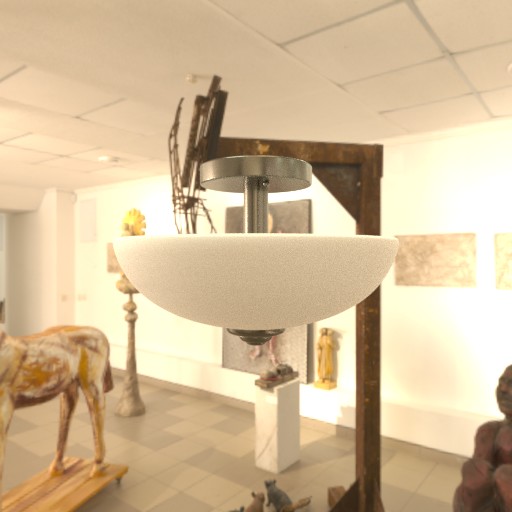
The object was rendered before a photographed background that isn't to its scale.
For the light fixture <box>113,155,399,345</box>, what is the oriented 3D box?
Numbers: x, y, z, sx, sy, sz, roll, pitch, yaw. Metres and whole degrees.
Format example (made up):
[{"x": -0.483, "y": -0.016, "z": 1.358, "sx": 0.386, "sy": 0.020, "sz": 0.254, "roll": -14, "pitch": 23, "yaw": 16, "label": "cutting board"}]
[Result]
[{"x": 0.000, "y": 0.000, "z": 0.537, "sx": 0.330, "sy": 0.214, "sz": 0.330, "roll": 0, "pitch": 0, "yaw": 0, "label": "light fixture"}]
